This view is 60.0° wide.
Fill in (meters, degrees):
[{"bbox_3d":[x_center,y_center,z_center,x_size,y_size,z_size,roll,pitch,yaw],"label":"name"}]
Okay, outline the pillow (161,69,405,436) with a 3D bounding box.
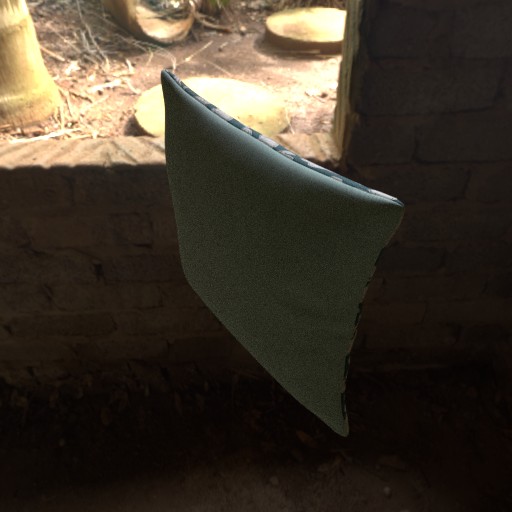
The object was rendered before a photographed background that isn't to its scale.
[{"bbox_3d":[0.000,0.000,0.785,0.166,0.508,0.525,-27,48,-27],"label":"pillow"}]
